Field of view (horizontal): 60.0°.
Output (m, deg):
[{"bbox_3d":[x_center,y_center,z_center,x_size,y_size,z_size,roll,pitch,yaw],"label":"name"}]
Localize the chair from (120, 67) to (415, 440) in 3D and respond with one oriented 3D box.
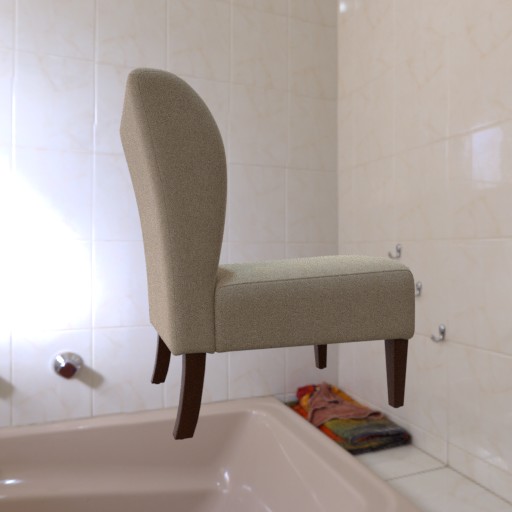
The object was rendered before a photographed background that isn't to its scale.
[{"bbox_3d":[0.000,0.000,1.308,0.754,0.833,0.521,0,0,-19],"label":"chair"}]
